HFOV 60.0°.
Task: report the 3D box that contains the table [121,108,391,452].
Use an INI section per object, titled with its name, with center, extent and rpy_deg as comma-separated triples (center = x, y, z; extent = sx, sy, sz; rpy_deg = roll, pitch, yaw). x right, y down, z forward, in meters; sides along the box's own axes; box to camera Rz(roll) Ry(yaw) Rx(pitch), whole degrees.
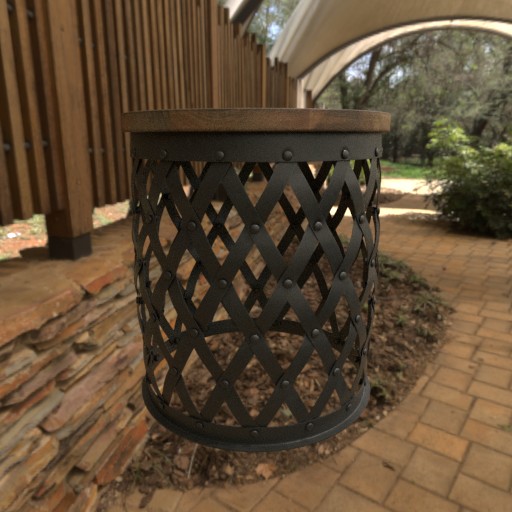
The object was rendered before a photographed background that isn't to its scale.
[table]
center = 0.000, 0.000, 0.751
extent = 0.405, 0.454, 0.405
rpy_deg = 0, 15, 0
